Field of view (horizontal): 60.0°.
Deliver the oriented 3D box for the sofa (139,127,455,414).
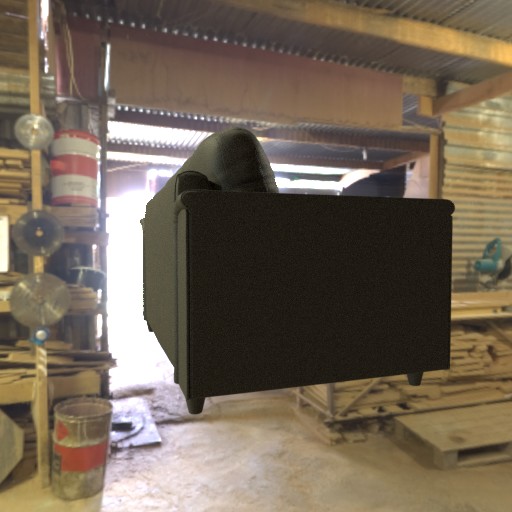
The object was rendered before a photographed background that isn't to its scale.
[{"bbox_3d":[0.000,0.000,1.936,0.887,0.845,1.386,-1,2,-19],"label":"sofa"}]
